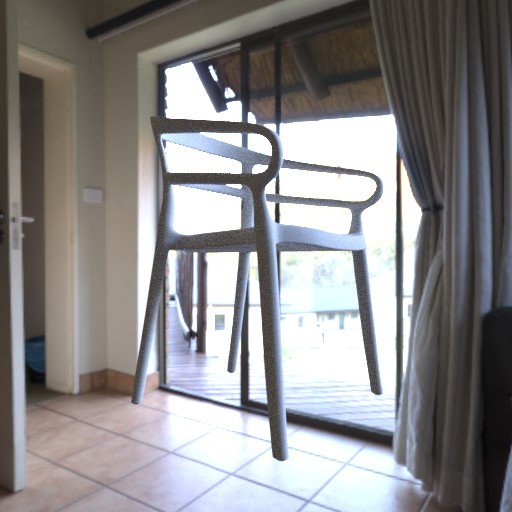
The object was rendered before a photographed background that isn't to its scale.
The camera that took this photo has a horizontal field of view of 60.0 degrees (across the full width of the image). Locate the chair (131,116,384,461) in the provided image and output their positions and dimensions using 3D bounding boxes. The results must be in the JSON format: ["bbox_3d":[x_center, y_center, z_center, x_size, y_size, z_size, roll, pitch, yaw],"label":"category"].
[{"bbox_3d":[0.000,0.000,1.163,0.527,0.761,0.559,0,-1,36],"label":"chair"}]
